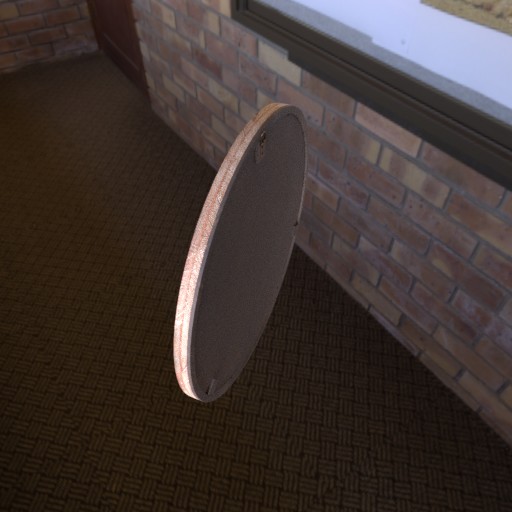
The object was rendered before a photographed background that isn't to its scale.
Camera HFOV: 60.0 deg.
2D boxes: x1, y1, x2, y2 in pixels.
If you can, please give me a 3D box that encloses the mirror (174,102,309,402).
[{"bbox_3d":[0.000,0.000,1.078,0.038,0.710,0.710,17,50,15],"label":"mirror"}]
